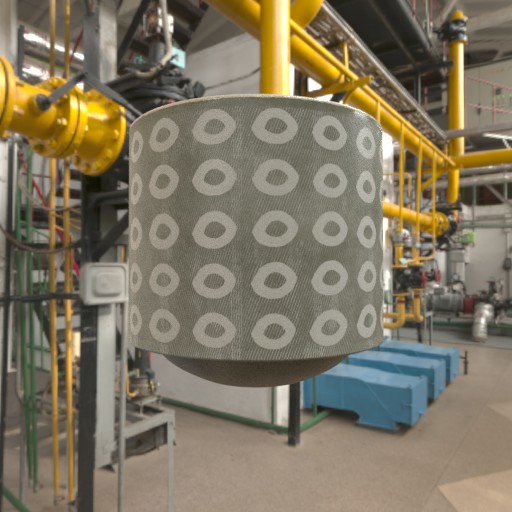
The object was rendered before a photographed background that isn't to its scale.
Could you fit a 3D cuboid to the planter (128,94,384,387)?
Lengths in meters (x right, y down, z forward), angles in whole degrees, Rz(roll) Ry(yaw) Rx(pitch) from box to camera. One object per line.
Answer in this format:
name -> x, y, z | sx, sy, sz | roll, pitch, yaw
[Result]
planter -> 0.000, 0.000, 0.344 | 0.190, 0.181, 0.190 | 0, -1, 0
